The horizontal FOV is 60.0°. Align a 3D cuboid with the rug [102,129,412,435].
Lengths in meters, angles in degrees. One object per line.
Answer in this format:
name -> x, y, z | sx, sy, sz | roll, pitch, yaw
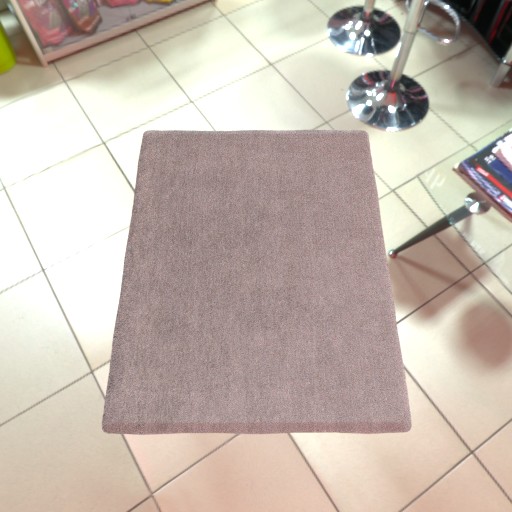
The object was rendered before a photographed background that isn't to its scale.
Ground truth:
rug -> 0.000, 0.000, 3.919 | 2.332, 0.027, 2.933 | 0, 64, 0
